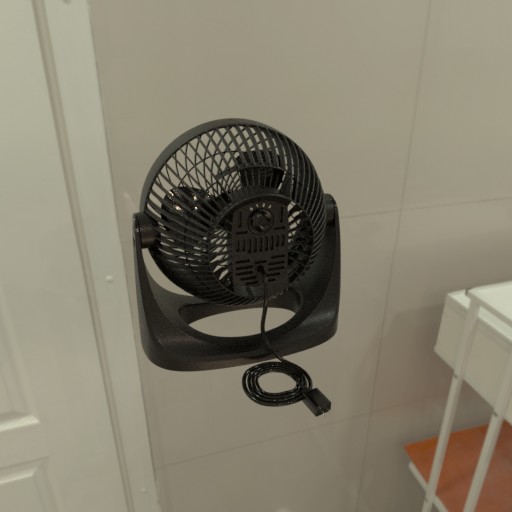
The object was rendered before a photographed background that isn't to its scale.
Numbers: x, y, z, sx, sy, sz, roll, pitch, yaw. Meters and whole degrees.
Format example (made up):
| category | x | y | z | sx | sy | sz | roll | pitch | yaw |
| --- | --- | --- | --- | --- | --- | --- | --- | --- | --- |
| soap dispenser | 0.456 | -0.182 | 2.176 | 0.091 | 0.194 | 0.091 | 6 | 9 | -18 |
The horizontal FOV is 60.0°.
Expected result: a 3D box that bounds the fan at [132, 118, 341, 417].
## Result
| category | x | y | z | sx | sy | sz | roll | pitch | yaw |
| --- | --- | --- | --- | --- | --- | --- | --- | --- | --- |
| fan | 0.000 | 0.000 | 0.505 | 0.273 | 0.277 | 0.256 | -8 | 26 | -16 |
